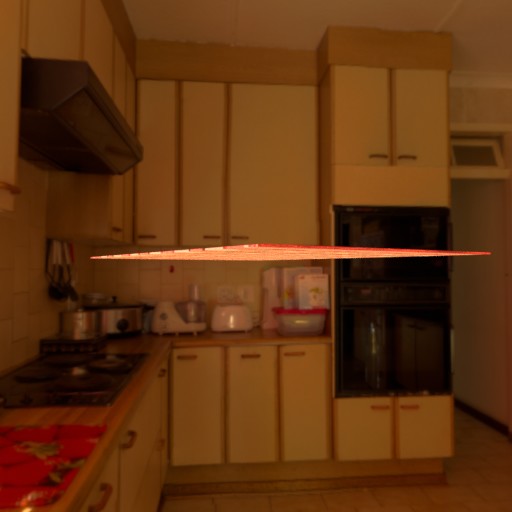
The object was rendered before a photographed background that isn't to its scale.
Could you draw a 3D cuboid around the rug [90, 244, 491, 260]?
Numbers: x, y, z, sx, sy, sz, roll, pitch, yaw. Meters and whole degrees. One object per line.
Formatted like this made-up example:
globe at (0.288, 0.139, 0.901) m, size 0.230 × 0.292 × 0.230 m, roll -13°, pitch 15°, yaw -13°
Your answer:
rug at (0.000, 0.000, 2.319) m, size 1.223 × 0.008 × 1.817 m, roll 1°, pitch -2°, yaw -35°
